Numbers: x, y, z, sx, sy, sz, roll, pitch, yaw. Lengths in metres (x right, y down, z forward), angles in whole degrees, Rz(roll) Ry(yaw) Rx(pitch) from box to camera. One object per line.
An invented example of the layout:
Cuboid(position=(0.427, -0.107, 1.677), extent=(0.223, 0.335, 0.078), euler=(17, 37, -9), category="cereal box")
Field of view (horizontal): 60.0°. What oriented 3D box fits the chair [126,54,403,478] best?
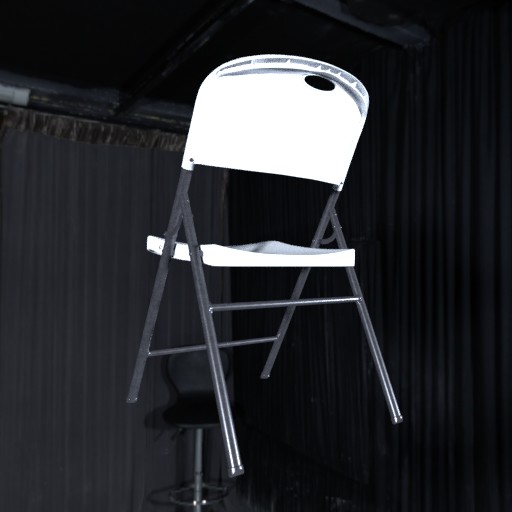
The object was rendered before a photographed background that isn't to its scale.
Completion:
Cuboid(position=(0.000, 0.000, 1.156), extent=(0.494, 0.810, 0.566), euler=(1, -2, -35), category="chair")
